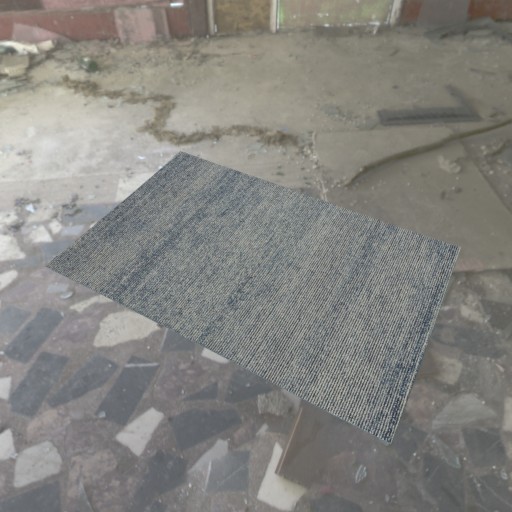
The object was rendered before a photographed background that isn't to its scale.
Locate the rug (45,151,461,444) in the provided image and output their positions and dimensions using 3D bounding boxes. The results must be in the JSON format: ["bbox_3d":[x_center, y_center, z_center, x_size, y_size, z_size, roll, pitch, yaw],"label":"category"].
[{"bbox_3d":[0.000,0.000,2.233,1.777,0.021,1.145,23,51,20],"label":"rug"}]
